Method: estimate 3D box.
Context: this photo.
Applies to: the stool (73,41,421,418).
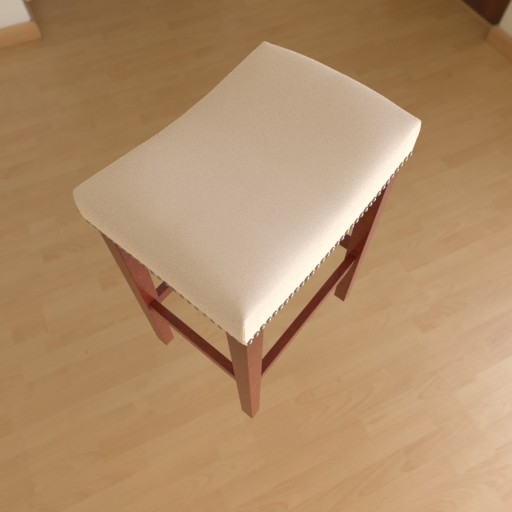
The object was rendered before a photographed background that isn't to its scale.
[{"bbox_3d":[0.000,0.000,1.036,0.372,0.742,0.504,35,66,18],"label":"stool"}]
